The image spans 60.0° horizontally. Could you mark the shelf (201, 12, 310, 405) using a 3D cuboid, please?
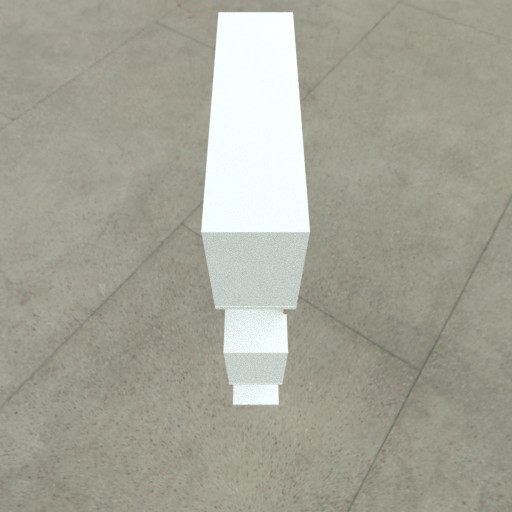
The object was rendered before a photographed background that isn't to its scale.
[{"bbox_3d":[0.000,0.000,1.945,0.250,1.650,0.890,0,58,0],"label":"shelf"}]
